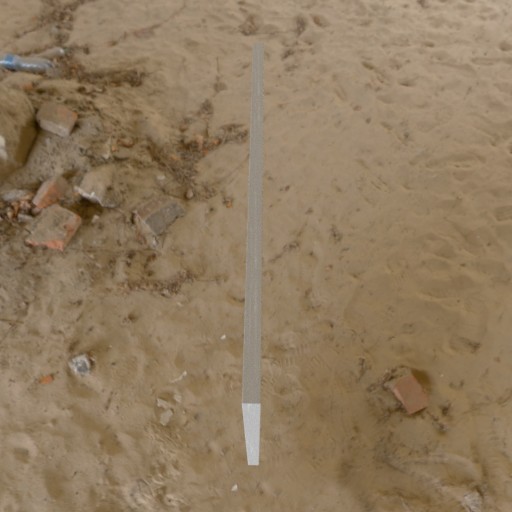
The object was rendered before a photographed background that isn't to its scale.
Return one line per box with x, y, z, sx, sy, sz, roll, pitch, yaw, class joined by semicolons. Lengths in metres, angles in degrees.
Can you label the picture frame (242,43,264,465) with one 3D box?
0.000;0.000;1.202;0.029;0.640;0.950;1;57;0;picture frame
